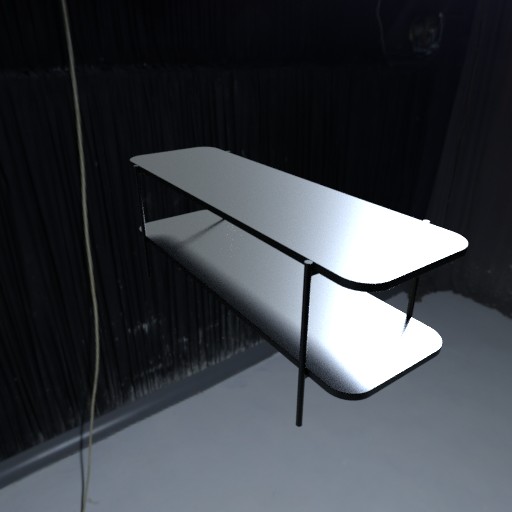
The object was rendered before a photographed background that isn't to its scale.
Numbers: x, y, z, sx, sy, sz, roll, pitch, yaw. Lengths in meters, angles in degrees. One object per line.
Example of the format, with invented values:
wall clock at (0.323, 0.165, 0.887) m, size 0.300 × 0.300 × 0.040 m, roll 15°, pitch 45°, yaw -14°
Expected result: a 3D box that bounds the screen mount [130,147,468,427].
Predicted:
screen mount at (0.000, 0.000, 1.421) m, size 0.400 × 0.447 × 1.200 m, roll -17°, pitch 31°, yaw -31°
